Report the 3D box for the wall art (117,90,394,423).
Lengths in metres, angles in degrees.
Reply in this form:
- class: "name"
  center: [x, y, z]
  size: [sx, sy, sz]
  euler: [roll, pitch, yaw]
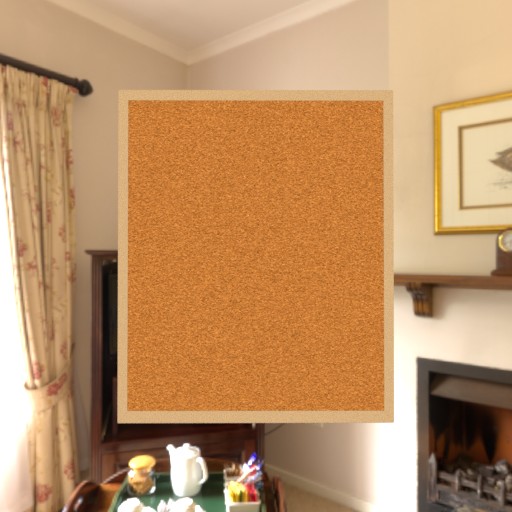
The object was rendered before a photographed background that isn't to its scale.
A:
- class: "wall art"
  center: [0.000, 0.000, 0.723]
  size: [0.444, 0.536, 0.020]
  euler: [0, -1, 0]
